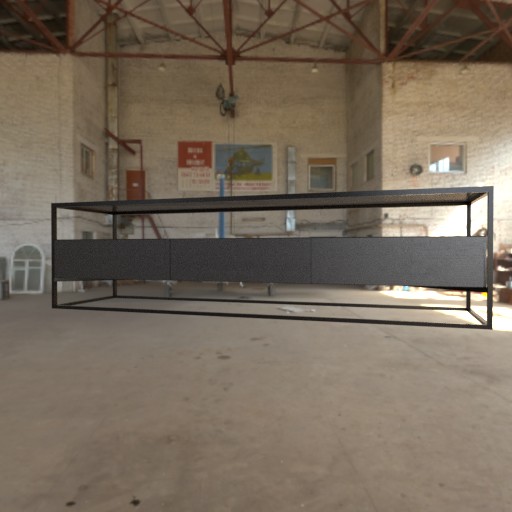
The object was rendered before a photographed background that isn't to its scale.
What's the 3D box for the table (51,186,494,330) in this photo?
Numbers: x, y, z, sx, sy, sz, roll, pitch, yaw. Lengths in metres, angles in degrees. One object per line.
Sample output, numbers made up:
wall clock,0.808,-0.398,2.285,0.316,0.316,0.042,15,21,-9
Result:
table,0.000,0.000,1.624,1.486,0.395,0.399,0,1,17
